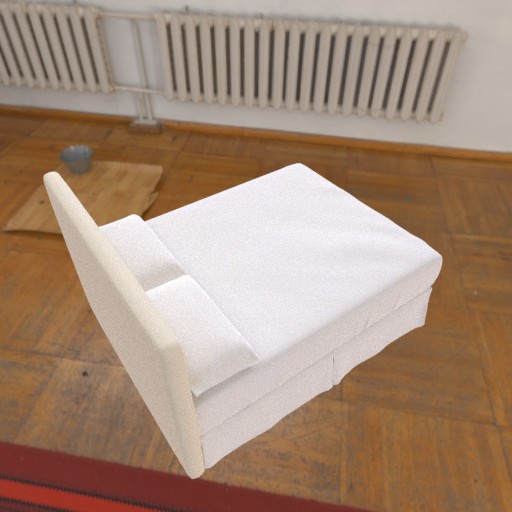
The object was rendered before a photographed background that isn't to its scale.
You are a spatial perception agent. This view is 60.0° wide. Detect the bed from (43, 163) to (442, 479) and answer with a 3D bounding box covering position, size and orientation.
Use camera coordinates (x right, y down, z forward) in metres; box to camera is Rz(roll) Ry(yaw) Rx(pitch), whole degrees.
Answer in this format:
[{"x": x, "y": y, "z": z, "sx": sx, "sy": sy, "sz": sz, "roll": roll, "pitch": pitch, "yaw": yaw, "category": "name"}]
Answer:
[{"x": 0.000, "y": 0.000, "z": 3.135, "sx": 2.147, "sy": 1.330, "sz": 1.714, "roll": -26, "pitch": 48, "yaw": -26, "category": "bed"}]
